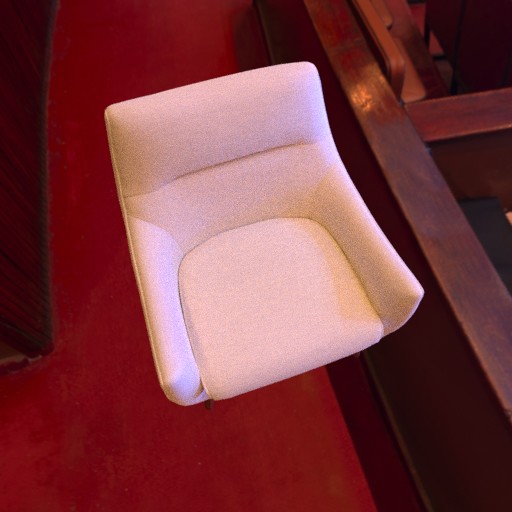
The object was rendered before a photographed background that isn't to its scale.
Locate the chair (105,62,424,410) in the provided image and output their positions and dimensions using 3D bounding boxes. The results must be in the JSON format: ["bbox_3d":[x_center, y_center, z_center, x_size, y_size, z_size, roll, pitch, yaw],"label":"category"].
[{"bbox_3d":[0.000,0.000,1.439,0.762,0.838,0.787,-17,64,-9],"label":"chair"}]
